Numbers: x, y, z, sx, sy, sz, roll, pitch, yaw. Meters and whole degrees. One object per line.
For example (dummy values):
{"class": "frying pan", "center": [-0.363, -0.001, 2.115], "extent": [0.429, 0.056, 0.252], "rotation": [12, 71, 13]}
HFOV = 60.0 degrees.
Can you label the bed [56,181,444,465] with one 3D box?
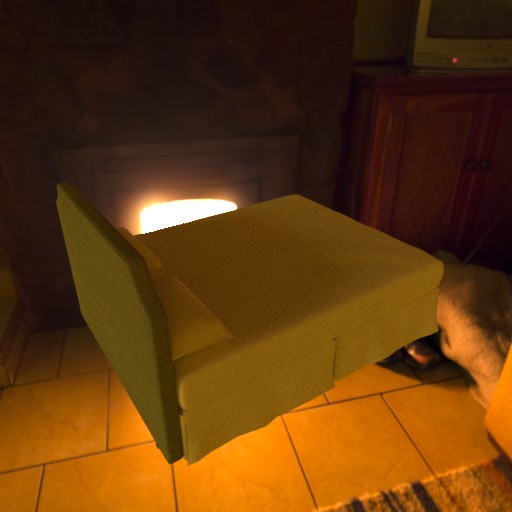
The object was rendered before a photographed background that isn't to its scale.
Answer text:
{"class": "bed", "center": [0.000, 0.000, 3.546], "extent": [2.464, 1.306, 1.977], "rotation": [-18, 33, -30]}
